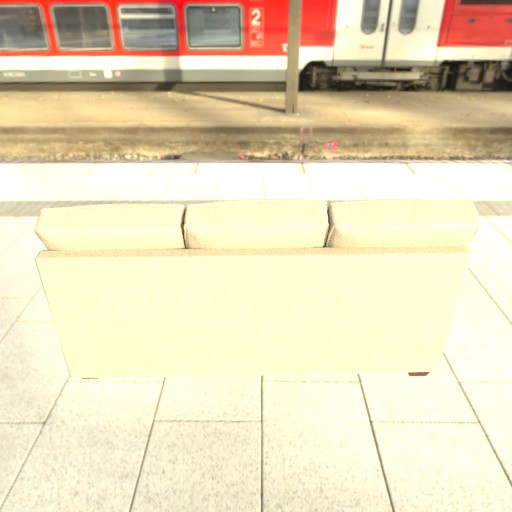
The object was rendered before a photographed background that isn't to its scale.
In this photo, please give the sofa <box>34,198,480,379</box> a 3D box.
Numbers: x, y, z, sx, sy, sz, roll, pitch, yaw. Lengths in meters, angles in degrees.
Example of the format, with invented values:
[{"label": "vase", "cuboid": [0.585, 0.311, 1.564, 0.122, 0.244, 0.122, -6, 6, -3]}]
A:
[{"label": "sofa", "cuboid": [0.000, 0.000, 2.511, 1.962, 0.973, 1.027, -1, 30, -1]}]
